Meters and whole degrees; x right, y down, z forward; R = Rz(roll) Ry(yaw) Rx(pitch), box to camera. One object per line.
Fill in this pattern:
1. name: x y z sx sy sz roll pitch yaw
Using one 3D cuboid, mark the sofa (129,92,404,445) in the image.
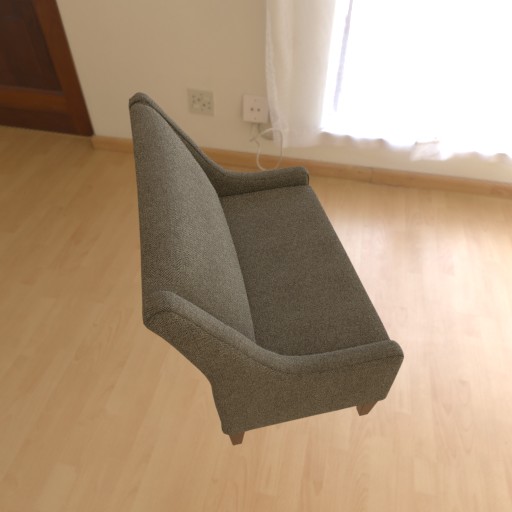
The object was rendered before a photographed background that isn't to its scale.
1. sofa: 0.000 0.000 1.935 0.870 1.021 1.242 -9 47 -9
